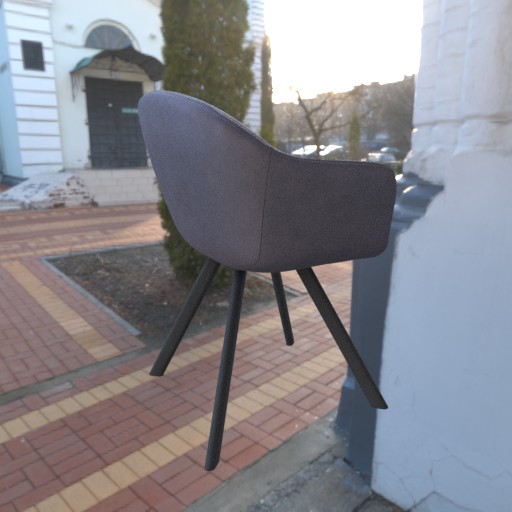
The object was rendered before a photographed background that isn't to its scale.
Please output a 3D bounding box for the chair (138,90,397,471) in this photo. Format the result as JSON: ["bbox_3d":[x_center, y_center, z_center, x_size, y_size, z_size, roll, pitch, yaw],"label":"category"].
[{"bbox_3d":[0.000,0.000,1.158,0.544,0.781,0.567,-7,15,-27],"label":"chair"}]
